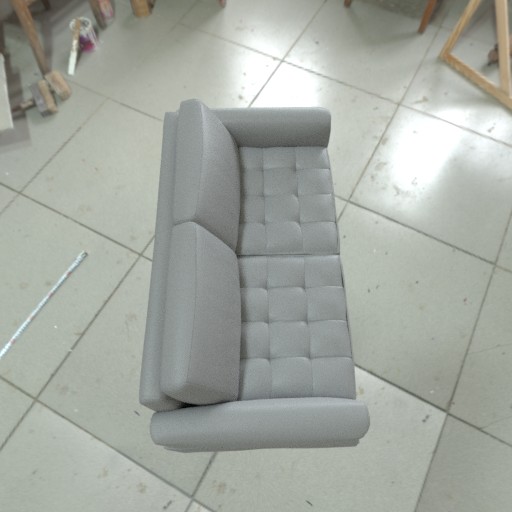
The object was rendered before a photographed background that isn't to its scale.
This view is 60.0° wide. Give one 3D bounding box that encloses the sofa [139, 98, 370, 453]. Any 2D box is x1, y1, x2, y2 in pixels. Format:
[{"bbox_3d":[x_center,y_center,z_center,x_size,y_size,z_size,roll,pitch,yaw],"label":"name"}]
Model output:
[{"bbox_3d":[0.000,0.000,2.722,1.121,0.930,2.177,-1,64,-1],"label":"sofa"}]
